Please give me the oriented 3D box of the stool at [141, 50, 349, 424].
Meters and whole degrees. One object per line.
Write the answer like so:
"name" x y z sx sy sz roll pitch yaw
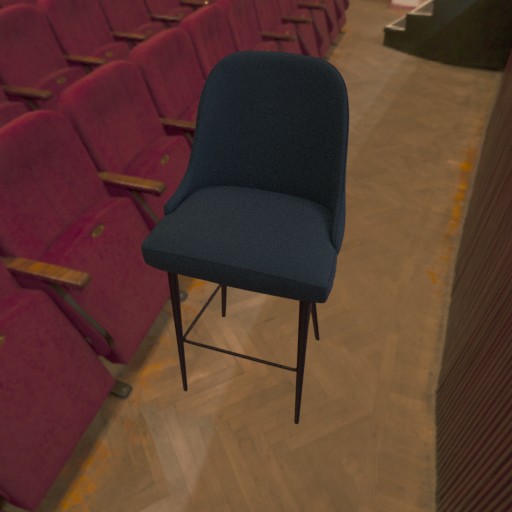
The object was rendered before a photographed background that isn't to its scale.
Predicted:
"stool" 0.000 0.000 1.395 0.527 1.079 0.489 12 42 13
